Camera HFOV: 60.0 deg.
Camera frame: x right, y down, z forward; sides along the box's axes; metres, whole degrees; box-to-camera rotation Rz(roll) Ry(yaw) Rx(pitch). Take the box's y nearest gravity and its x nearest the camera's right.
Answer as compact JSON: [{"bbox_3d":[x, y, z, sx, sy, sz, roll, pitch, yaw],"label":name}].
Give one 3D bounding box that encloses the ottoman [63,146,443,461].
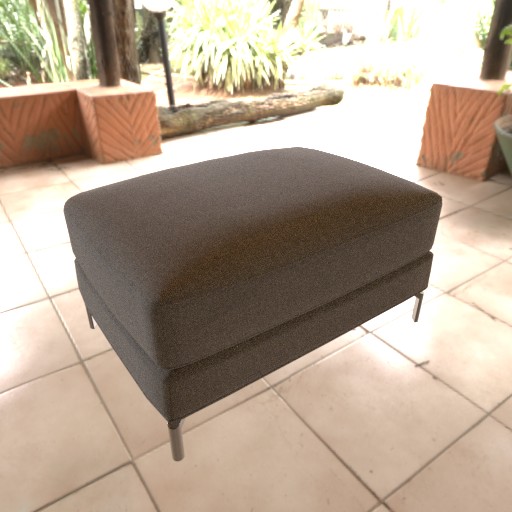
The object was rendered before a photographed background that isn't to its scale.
[{"bbox_3d":[0.000,0.000,1.201,0.838,0.457,0.584,-20,35,-31],"label":"ottoman"}]
